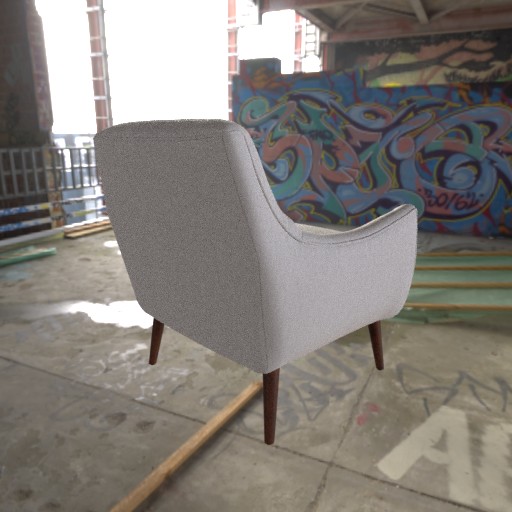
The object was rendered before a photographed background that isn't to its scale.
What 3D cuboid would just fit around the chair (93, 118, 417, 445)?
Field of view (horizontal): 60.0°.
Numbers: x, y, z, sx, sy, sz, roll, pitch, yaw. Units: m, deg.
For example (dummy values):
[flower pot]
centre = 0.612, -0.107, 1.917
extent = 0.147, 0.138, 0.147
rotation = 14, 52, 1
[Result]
[chair]
centre = 0.000, 0.000, 1.443
extent = 0.787, 0.838, 0.762
rotation = -14, 21, -42
